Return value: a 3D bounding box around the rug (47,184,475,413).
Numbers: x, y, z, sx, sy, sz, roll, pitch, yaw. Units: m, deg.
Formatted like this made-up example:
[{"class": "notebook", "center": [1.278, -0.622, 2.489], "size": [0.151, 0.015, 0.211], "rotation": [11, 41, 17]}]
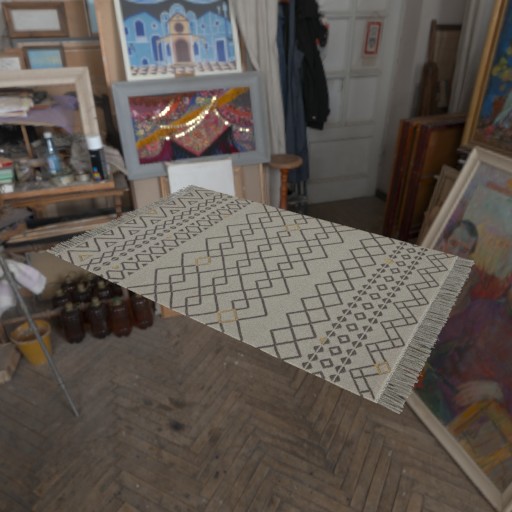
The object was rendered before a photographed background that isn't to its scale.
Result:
[{"class": "rug", "center": [0.000, 0.000, 2.959], "size": [2.472, 0.035, 1.495], "rotation": [19, 35, 29]}]
